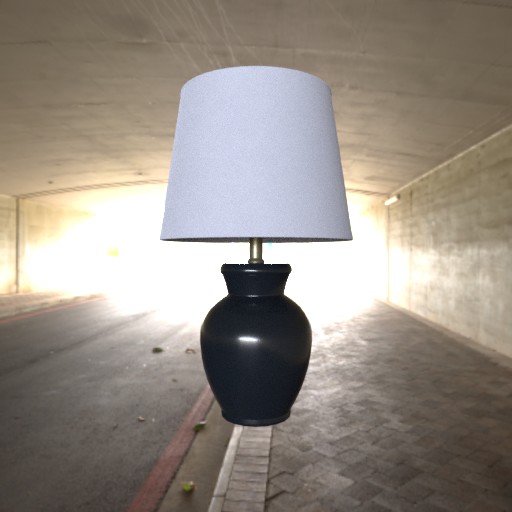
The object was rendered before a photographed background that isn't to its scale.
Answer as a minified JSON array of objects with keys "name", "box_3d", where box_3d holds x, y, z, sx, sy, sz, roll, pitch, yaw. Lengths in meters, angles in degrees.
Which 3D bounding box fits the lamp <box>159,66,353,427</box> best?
[{"name":"lamp","box_3d":[0.000,0.000,0.559,0.239,0.399,0.239,0,0,0]}]
